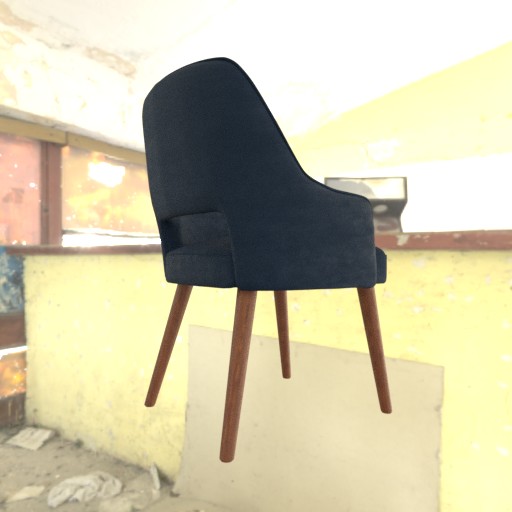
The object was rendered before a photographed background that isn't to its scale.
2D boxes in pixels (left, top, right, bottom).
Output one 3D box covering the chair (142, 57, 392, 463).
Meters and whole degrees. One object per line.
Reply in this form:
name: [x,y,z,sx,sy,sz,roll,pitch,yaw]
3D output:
chair: [0.000,0.000,1.211,0.591,0.844,0.559,0,-1,-35]
